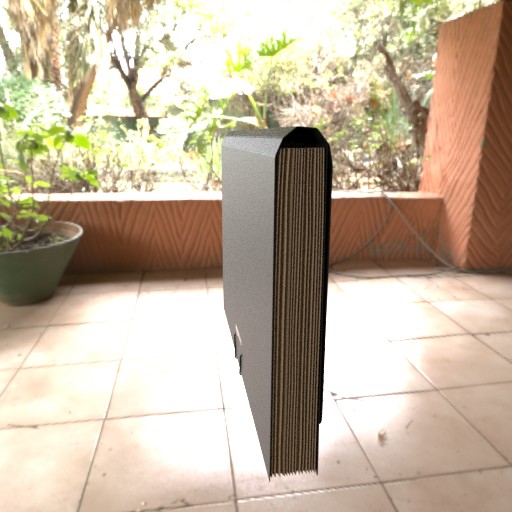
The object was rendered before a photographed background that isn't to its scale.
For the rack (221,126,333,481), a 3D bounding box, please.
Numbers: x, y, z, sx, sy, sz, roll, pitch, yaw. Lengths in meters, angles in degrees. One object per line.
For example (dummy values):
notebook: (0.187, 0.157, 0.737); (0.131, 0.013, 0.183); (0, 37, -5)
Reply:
rack: (0.000, 0.000, 0.439); (0.041, 0.241, 0.330); (-3, 15, -9)
